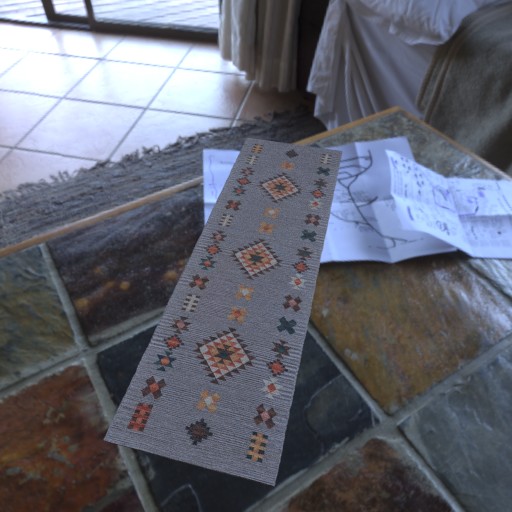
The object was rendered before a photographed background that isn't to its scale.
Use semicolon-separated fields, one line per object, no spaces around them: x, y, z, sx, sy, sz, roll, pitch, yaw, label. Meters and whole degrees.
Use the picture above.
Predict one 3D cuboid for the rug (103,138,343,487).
0.000;0.000;2.658;0.766;0.008;2.432;10;48;9;rug
